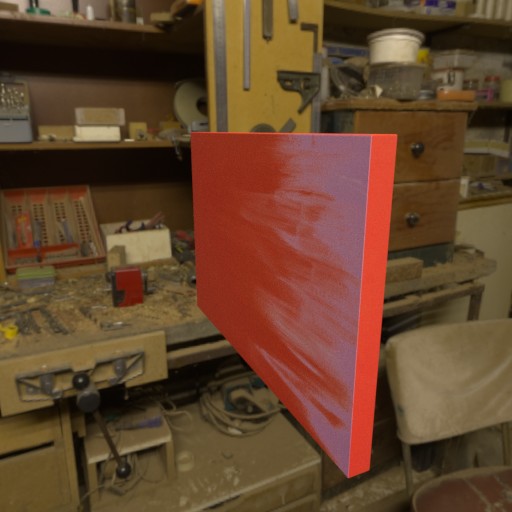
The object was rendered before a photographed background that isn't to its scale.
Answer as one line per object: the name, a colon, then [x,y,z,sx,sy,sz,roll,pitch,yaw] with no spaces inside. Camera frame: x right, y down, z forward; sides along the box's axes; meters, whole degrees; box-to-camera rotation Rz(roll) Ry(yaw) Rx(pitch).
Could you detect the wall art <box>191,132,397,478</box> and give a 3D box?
wall art: [0.000,0.000,0.757,0.033,0.405,0.607,-7,17,-24]
